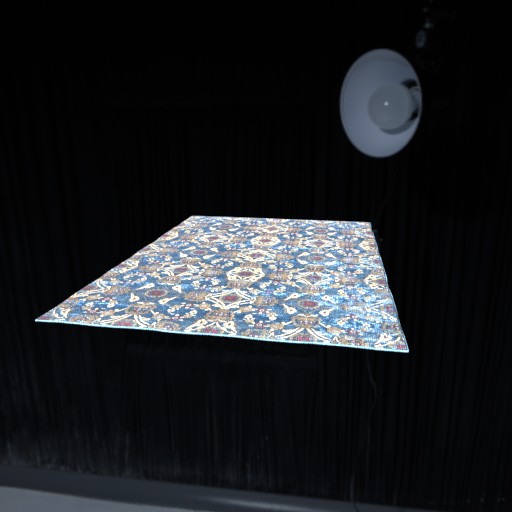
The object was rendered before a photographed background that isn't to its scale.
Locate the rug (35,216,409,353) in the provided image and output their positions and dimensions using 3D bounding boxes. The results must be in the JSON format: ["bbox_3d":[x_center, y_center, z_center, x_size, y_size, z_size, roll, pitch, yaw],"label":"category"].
[{"bbox_3d":[0.000,0.000,2.839,1.567,0.014,2.207,3,17,10],"label":"rug"}]
